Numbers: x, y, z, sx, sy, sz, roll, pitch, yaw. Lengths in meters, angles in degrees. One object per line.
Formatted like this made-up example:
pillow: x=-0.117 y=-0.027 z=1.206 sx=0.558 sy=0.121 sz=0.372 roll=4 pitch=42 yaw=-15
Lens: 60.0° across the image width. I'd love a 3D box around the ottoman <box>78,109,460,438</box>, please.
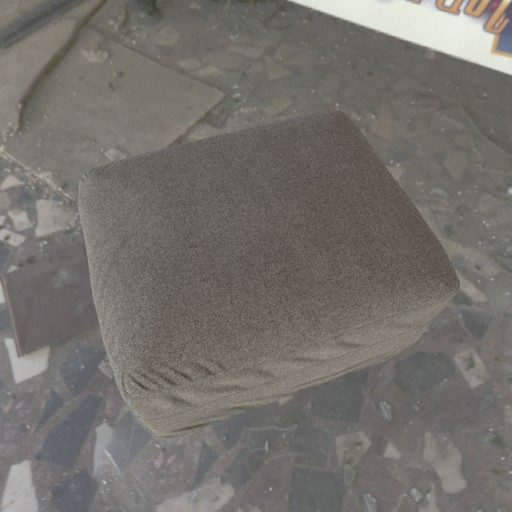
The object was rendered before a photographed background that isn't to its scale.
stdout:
ottoman: x=0.000 y=0.000 z=1.227 sx=0.837 sy=0.481 sz=0.683 roll=-17 pitch=60 yaw=-10
